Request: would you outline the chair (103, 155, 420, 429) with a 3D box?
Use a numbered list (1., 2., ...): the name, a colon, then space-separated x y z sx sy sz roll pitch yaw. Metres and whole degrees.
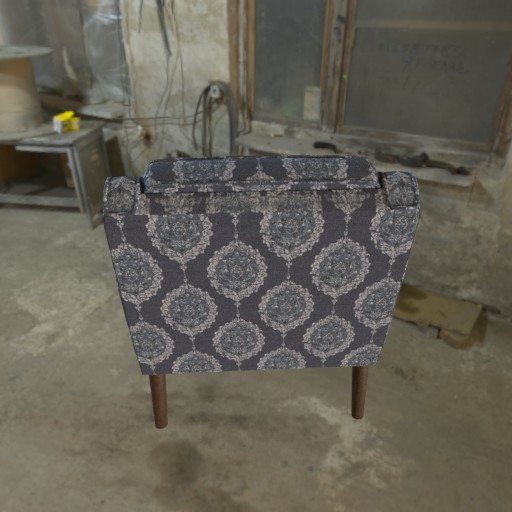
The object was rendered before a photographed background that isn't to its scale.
1. chair: 0.000 0.000 1.366 0.663 0.792 0.743 -2 30 -3
